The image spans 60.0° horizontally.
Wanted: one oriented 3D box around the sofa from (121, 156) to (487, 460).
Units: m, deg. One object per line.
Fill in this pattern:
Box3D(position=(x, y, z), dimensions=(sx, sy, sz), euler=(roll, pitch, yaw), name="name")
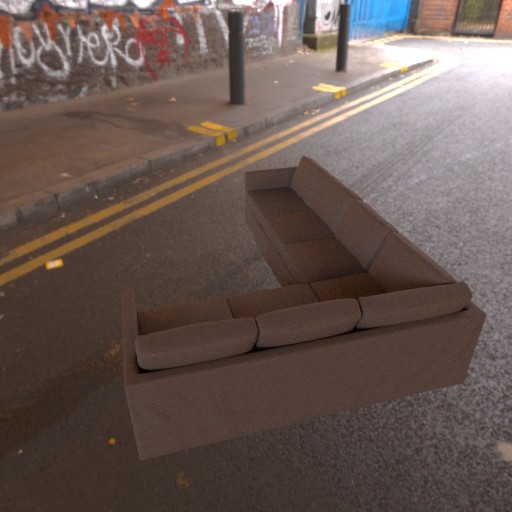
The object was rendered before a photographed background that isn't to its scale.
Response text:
Box3D(position=(0.000, 0.000, 4.182), dimensions=(2.432, 0.871, 3.182), euler=(-8, 32, -13), name="sofa")
